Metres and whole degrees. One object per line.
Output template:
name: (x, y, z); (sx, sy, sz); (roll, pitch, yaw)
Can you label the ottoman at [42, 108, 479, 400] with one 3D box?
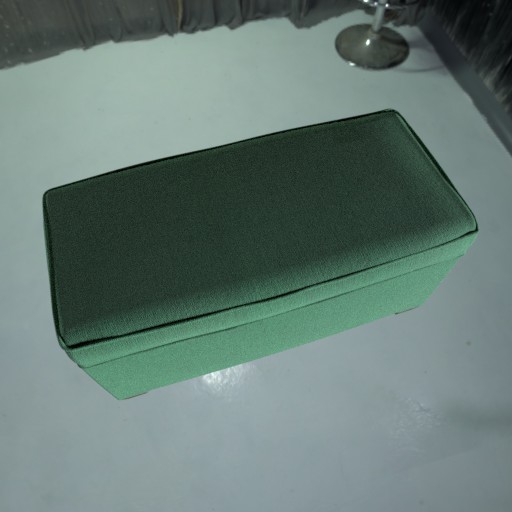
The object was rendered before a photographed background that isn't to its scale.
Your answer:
ottoman: (0.000, 0.000, 1.209); (0.957, 0.471, 0.483); (-15, 61, -9)
